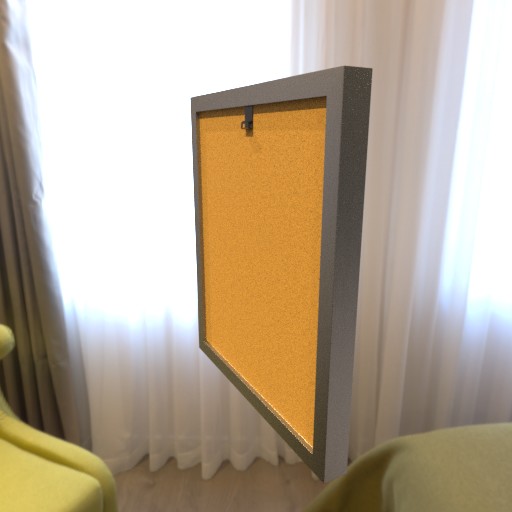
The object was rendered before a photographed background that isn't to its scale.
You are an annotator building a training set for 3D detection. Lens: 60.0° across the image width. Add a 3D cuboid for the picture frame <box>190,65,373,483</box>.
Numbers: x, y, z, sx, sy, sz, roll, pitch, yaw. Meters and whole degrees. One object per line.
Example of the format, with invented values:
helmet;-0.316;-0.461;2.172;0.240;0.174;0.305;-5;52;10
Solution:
picture frame;0.000;0.000;1.349;0.073;0.968;0.839;-8;17;-28
